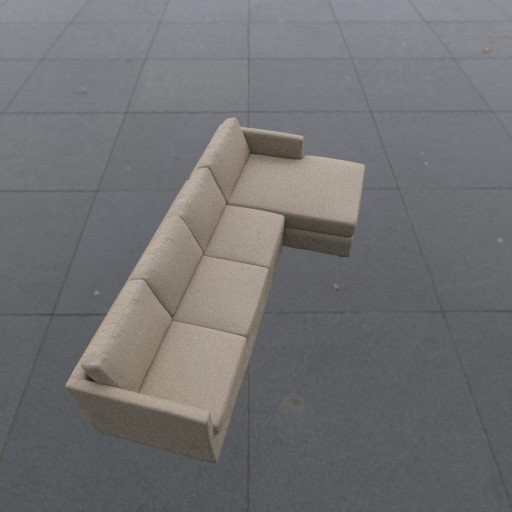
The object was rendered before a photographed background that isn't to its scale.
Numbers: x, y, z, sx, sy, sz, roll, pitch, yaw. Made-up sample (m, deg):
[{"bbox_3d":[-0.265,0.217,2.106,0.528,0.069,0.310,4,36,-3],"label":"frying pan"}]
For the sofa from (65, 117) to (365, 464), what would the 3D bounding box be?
[{"bbox_3d":[0.000,0.000,3.802,1.622,0.867,3.177,11,48,10],"label":"sofa"}]
